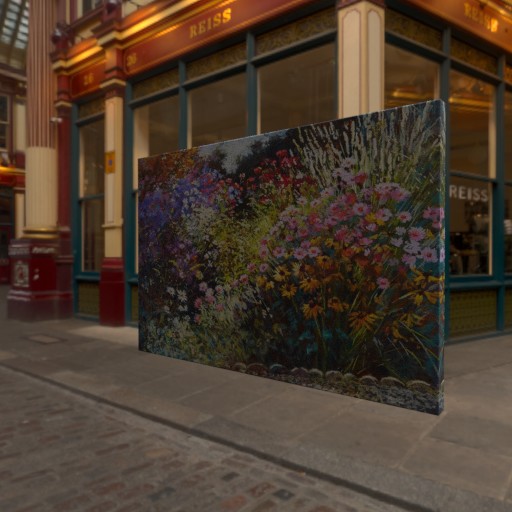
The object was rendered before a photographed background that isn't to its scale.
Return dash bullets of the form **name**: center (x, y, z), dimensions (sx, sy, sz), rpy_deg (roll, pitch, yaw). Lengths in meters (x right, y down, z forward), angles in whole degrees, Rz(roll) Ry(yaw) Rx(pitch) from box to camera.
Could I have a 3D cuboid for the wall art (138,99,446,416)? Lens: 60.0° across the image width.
- **wall art**: center (0.000, 0.000, 1.135), dimensions (0.908, 0.604, 0.037), rpy_deg (1, 1, 37)
